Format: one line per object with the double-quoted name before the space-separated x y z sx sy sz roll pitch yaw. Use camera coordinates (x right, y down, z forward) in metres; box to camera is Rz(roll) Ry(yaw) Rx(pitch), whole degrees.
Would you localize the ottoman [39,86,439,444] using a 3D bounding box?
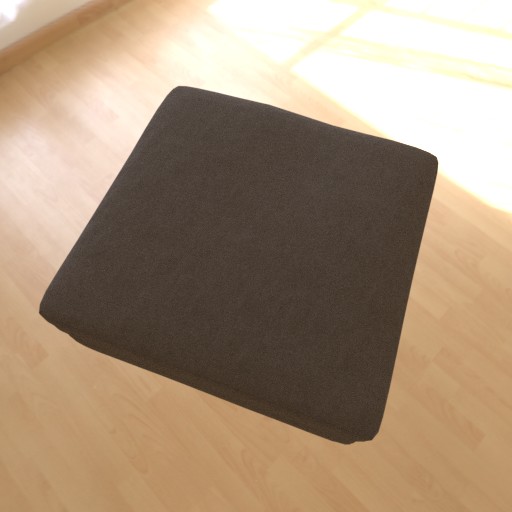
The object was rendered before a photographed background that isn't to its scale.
"ottoman" 0.000 0.000 1.372 0.881 0.482 0.861 18 65 9
